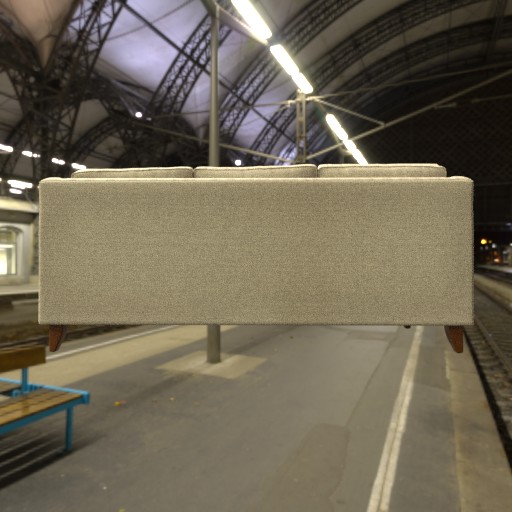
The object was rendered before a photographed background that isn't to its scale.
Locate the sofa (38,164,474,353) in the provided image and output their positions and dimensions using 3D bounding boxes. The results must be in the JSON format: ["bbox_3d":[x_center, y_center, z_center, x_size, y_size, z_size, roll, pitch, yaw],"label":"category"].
[{"bbox_3d":[0.000,0.000,2.469,2.031,0.914,0.865,0,0,1],"label":"sofa"}]
